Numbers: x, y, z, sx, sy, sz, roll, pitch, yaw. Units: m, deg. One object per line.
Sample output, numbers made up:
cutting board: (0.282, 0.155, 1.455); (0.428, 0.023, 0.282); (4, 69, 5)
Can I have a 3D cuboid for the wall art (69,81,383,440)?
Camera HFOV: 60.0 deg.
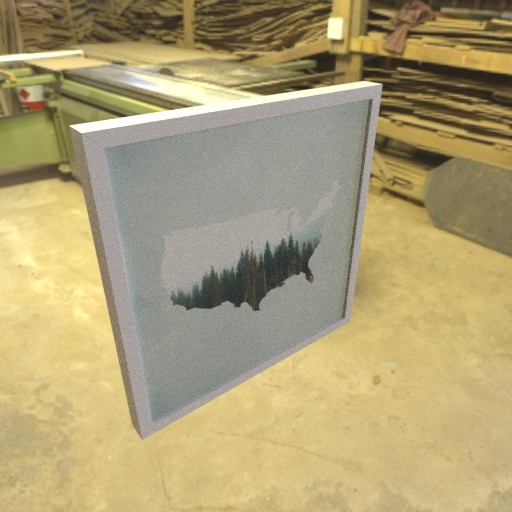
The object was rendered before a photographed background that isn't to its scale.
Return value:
wall art: (0.000, 0.000, 0.756); (0.509, 0.509, 0.040); (-21, 36, -32)
